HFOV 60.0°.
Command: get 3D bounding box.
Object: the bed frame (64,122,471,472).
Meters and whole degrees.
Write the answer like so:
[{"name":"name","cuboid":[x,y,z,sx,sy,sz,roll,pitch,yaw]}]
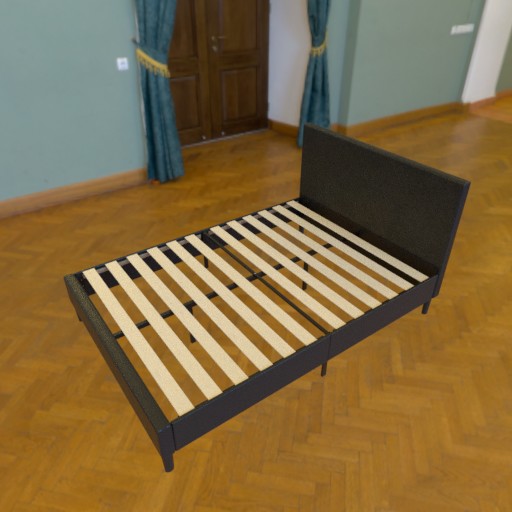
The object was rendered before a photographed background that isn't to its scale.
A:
[{"name":"bed frame","cuboid":[0.000,0.000,2.934,2.152,1.046,1.469,-22,39,-29]}]
